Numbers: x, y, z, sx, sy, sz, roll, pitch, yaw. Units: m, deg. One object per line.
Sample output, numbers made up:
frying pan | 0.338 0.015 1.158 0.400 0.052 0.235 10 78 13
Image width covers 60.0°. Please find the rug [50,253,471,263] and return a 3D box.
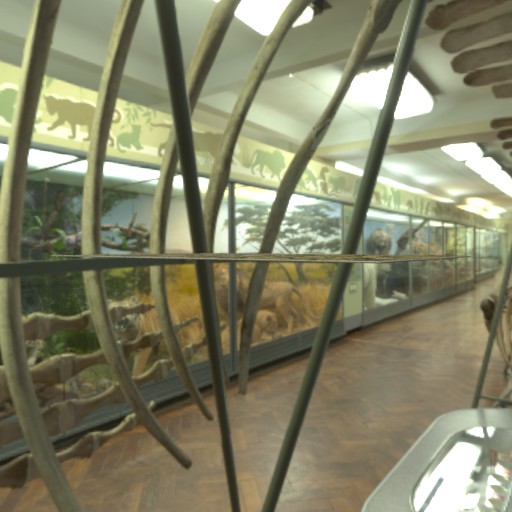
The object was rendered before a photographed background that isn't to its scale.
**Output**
rug | 0.000 0.000 2.870 2.284 0.008 1.522 1 1 37
